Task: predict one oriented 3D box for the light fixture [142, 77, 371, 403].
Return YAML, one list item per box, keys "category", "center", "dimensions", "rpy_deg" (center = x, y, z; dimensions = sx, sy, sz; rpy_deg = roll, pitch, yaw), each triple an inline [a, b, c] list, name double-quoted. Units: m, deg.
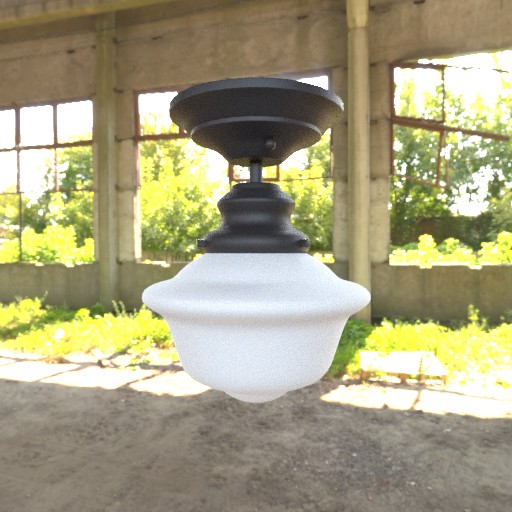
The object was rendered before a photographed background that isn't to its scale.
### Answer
- category: "light fixture"
  center: [0.000, 0.000, 0.390]
  dimensions: [0.197, 0.254, 0.197]
  rpy_deg: [0, 1, 0]
